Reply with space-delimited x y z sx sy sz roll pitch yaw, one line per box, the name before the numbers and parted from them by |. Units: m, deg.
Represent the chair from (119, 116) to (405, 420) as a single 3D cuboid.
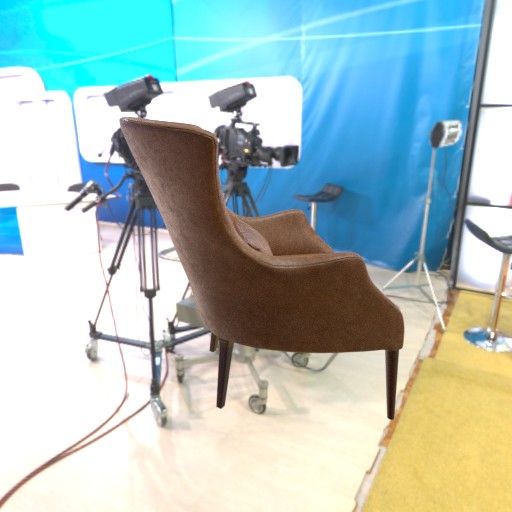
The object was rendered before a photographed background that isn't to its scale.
chair | 0.000 0.000 1.775 0.955 1.067 0.846 -3 18 -9
